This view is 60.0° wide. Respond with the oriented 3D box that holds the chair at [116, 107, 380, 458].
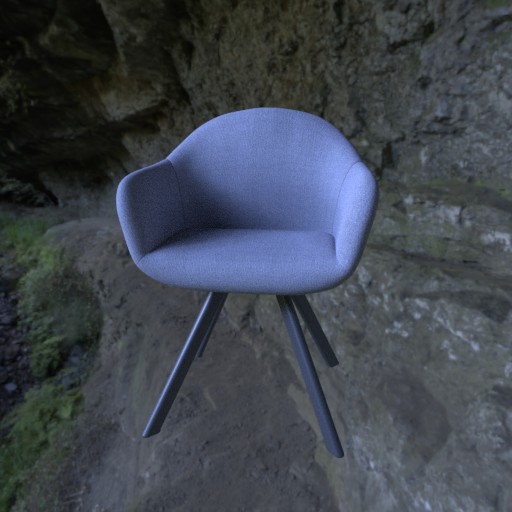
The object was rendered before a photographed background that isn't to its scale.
[{"bbox_3d":[0.000,0.000,1.210,0.590,0.795,0.550,2,15,8],"label":"chair"}]
